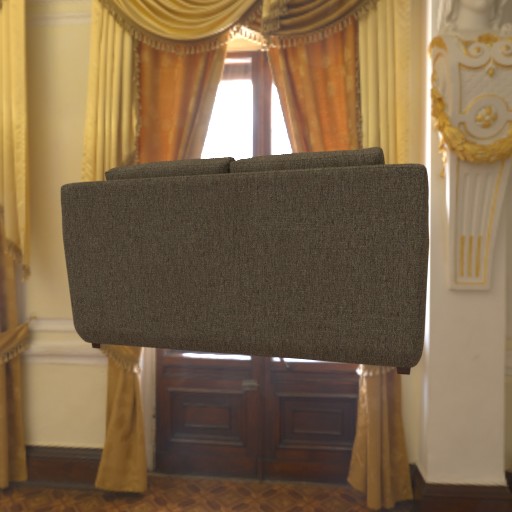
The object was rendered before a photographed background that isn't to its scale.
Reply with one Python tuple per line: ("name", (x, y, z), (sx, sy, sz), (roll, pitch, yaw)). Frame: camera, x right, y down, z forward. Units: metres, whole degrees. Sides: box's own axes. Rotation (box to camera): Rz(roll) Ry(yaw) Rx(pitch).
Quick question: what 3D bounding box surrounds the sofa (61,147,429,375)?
("sofa", (0.000, 0.000, 2.476), (1.778, 0.991, 1.120), (0, 1, 18))
